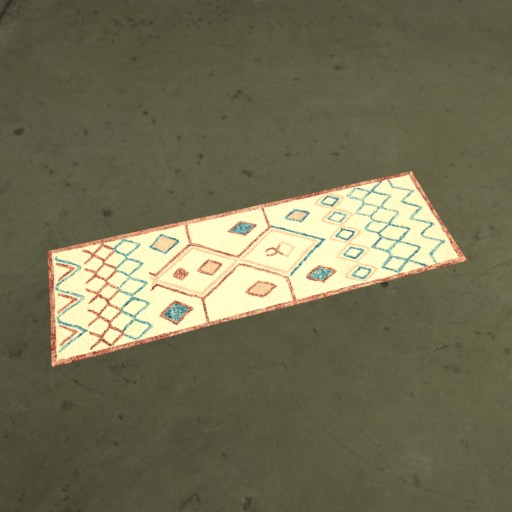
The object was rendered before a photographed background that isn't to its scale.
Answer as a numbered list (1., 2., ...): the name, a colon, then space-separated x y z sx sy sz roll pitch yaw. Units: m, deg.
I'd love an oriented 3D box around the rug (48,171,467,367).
1. rug: 0.000 0.000 2.691 2.435 0.011 0.750 -13 59 -8
